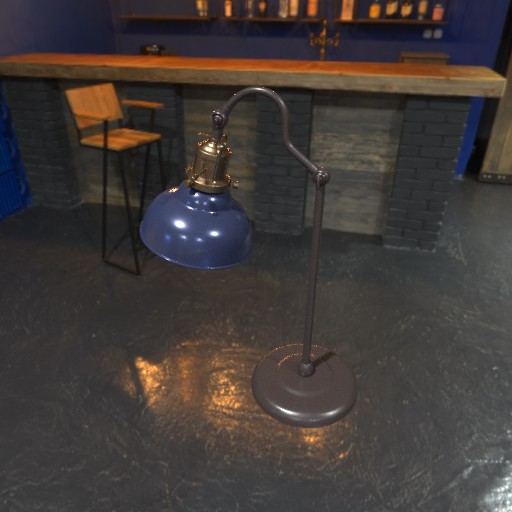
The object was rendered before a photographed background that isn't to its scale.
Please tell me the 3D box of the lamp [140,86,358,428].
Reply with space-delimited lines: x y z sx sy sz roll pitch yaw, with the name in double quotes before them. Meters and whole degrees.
"lamp" 0.000 0.000 0.704 0.374 0.508 0.192 8 31 14
